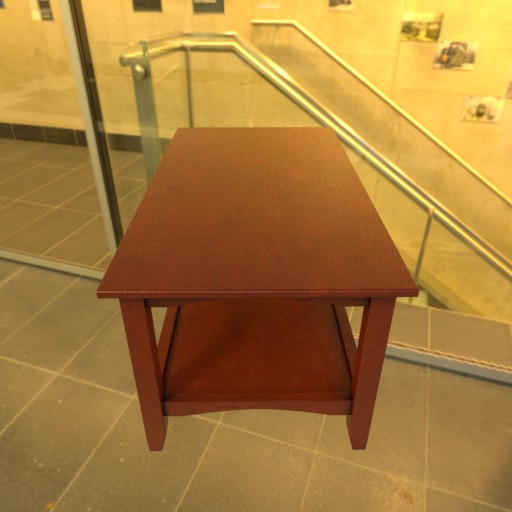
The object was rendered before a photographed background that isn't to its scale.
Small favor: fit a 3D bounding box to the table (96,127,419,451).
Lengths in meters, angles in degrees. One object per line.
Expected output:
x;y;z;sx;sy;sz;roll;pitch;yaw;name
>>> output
0.000;0.000;1.245;0.533;0.456;0.943;0;32;0;table
